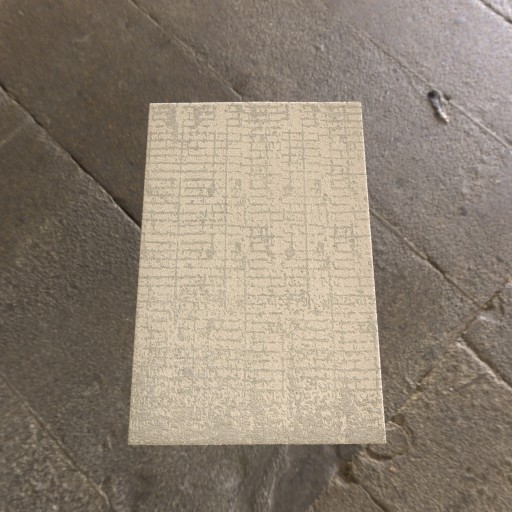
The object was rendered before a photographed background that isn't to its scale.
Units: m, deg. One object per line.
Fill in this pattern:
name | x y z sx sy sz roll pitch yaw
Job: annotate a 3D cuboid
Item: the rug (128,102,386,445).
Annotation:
rug | 0.000 0.000 2.311 1.211 0.007 1.827 0 75 0
